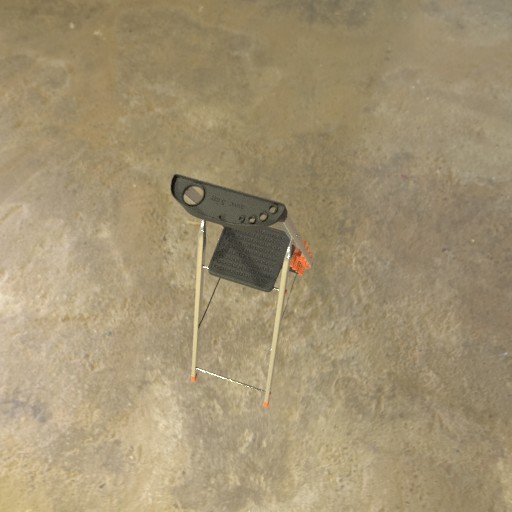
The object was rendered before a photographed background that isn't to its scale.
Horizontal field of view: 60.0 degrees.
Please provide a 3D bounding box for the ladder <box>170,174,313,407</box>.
[{"bbox_3d":[0.000,0.000,2.090,0.480,1.646,0.995,17,63,9],"label":"ladder"}]
